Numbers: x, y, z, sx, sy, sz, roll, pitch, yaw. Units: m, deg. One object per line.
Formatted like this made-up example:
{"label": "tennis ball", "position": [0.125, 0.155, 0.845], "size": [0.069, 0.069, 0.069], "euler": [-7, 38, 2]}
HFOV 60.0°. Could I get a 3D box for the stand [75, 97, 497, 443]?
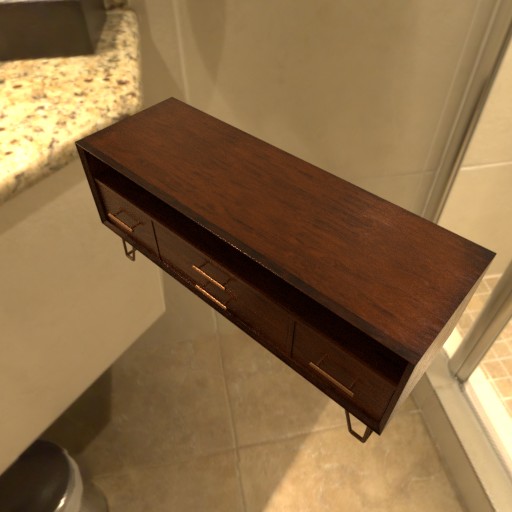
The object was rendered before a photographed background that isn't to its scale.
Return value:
{"label": "stand", "position": [0.000, 0.000, 1.646], "size": [1.372, 0.610, 0.481], "euler": [33, 55, 27]}
